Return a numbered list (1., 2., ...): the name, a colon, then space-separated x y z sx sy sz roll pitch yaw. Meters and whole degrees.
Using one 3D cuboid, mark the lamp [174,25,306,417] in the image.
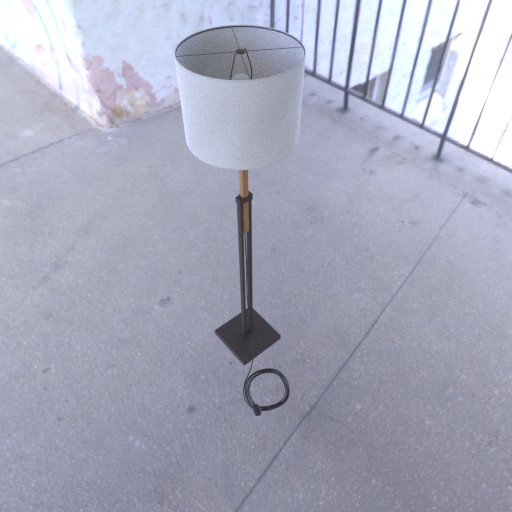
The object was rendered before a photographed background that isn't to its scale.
1. lamp: 0.000 0.000 1.907 0.474 1.650 0.639 -32 55 -26
